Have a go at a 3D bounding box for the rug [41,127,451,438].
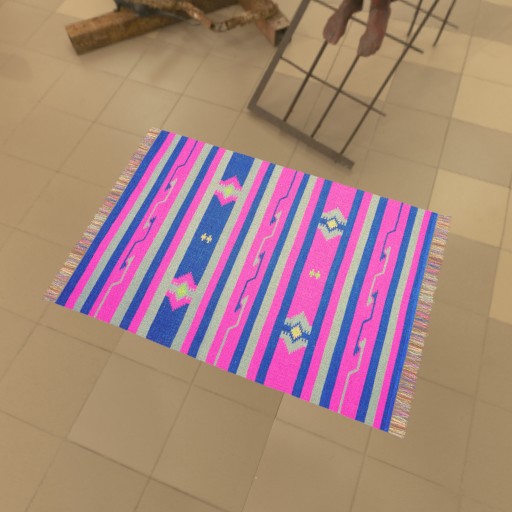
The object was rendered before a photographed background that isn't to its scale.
[{"bbox_3d":[0.000,0.000,2.941,2.350,0.013,1.539,19,65,9],"label":"rug"}]
